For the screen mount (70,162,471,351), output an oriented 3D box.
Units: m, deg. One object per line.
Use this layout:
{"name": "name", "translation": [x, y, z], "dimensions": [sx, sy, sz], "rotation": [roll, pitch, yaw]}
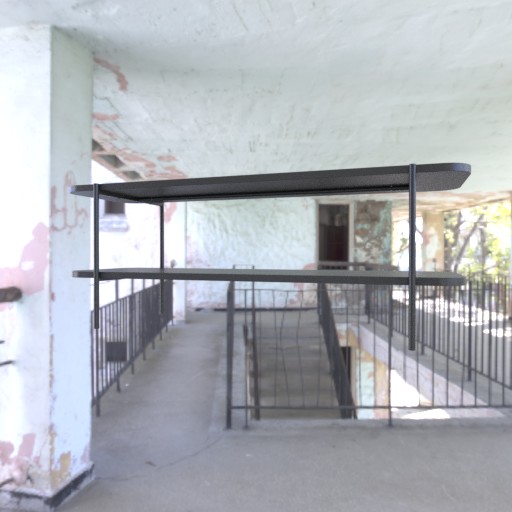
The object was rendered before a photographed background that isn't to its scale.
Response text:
{"name": "screen mount", "translation": [0.000, 0.000, 1.399], "dimensions": [1.200, 0.447, 0.400], "rotation": [0, 1, 19]}
